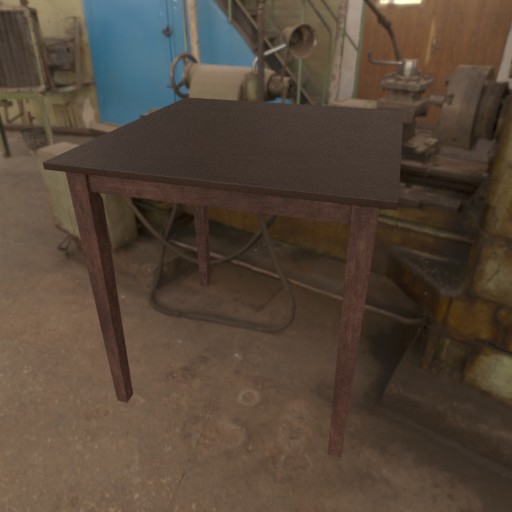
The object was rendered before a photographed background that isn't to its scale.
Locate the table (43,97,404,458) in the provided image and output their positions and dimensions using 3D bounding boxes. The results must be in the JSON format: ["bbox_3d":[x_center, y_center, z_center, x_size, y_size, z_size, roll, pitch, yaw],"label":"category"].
[{"bbox_3d":[0.000,0.000,1.378,0.749,0.770,0.749,9,31,14],"label":"table"}]
